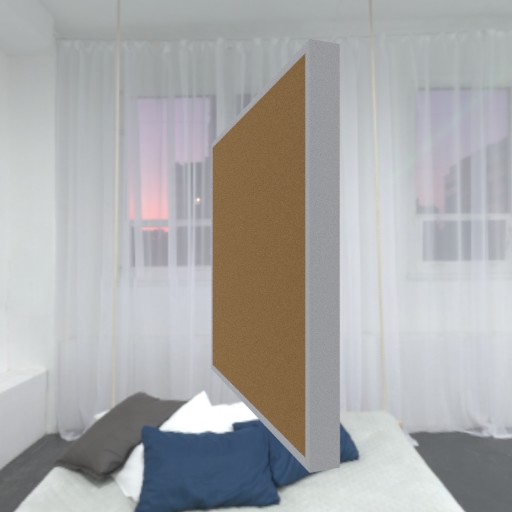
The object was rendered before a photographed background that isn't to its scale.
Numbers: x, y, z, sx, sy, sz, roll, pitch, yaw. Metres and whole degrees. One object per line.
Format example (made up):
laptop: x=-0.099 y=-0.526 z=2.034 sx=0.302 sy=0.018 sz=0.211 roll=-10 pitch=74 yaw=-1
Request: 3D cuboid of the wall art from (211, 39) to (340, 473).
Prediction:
wall art: x=0.000 y=0.000 z=0.767 sx=0.040 sy=0.509 sz=0.509 roll=0 pitch=0 yaw=-19
